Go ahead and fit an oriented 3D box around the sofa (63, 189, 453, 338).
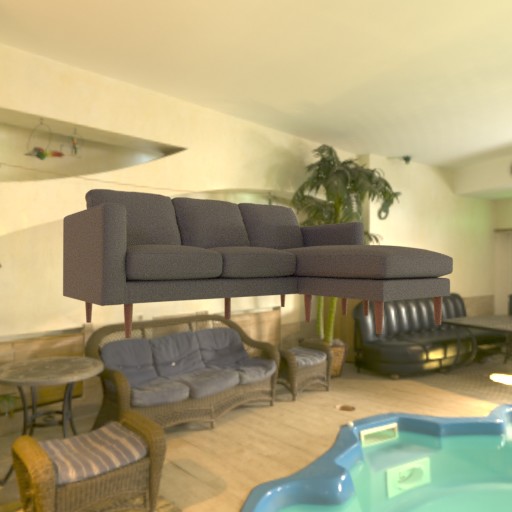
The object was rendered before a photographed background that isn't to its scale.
[{"bbox_3d":[0.000,0.000,2.901,2.031,0.897,1.591,0,-1,-36],"label":"sofa"}]
